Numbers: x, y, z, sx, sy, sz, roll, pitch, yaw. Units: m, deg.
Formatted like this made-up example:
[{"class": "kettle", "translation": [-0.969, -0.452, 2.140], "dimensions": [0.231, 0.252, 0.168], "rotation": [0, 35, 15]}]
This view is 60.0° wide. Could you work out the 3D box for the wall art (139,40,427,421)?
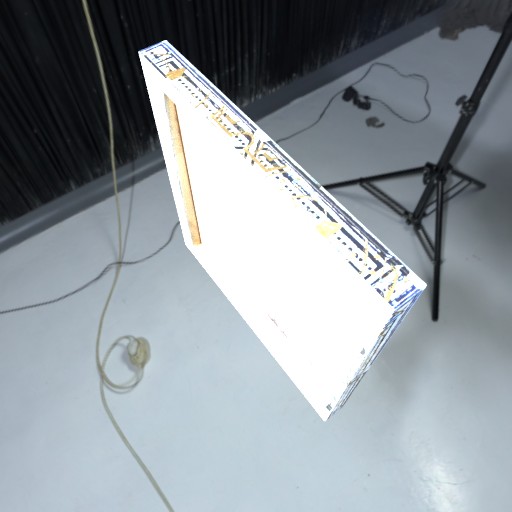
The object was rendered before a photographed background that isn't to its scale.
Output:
[{"class": "wall art", "translation": [0.000, 0.000, 0.609], "dimensions": [0.038, 0.410, 0.411], "rotation": [-32, 63, -18]}]
